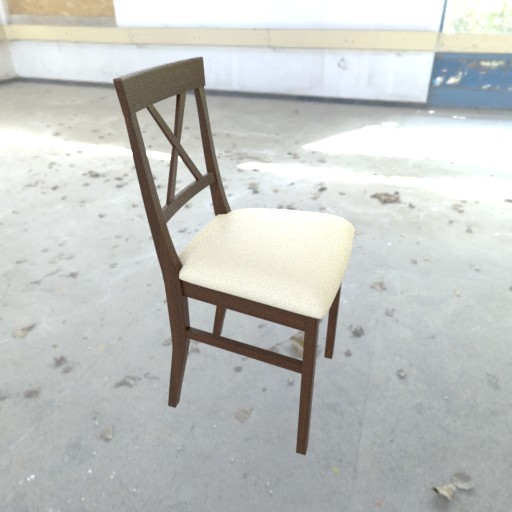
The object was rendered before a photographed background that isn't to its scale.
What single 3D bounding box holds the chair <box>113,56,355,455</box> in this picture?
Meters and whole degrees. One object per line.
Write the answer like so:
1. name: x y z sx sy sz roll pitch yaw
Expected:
1. chair: 0.000 0.000 1.168 0.480 0.913 0.440 10 32 16
